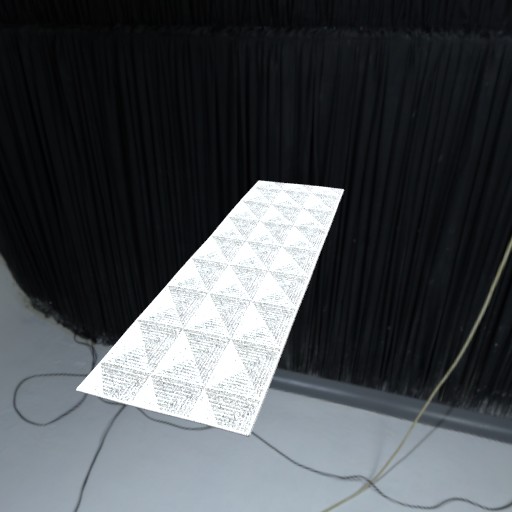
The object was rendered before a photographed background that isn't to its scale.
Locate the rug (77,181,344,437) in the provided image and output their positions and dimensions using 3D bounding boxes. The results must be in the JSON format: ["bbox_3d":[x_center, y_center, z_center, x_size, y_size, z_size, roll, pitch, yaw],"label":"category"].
[{"bbox_3d":[0.000,0.000,2.372,0.645,0.015,2.182,9,31,15],"label":"rug"}]
